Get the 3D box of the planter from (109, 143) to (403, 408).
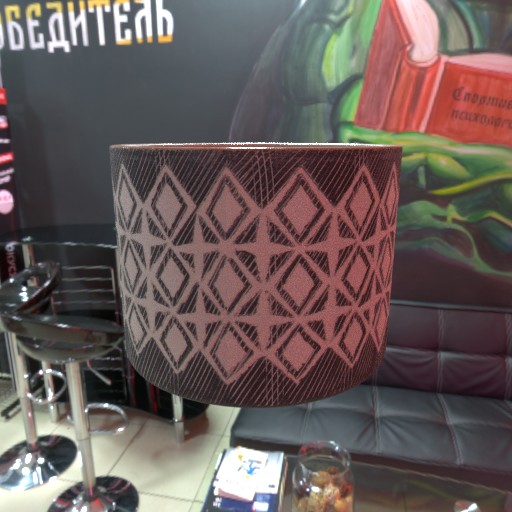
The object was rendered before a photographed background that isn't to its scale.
[{"bbox_3d":[0.000,0.000,0.214,0.126,0.104,0.126,0,15,0],"label":"planter"}]
